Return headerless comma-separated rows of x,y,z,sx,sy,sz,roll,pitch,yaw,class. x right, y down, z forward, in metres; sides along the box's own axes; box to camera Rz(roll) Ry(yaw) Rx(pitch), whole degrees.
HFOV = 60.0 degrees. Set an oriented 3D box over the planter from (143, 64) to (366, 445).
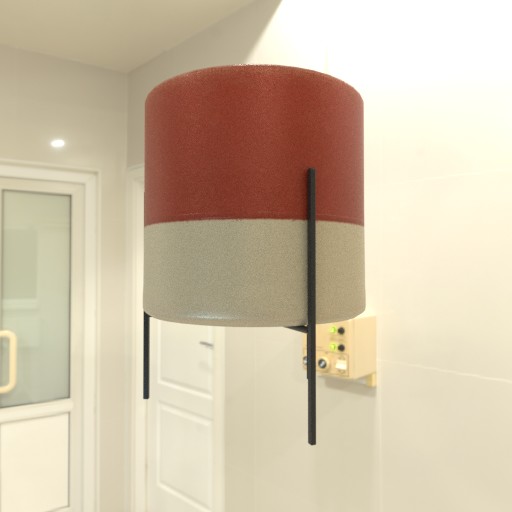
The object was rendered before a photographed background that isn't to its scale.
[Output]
0.000,0.000,0.710,0.345,0.465,0.354,-1,-1,36,planter
